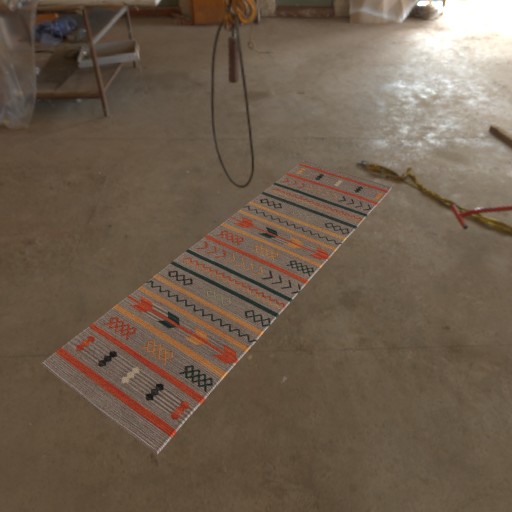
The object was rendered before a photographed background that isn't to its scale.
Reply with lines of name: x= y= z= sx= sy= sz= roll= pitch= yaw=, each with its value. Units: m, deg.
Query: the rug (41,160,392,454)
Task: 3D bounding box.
rug: x=0.000 y=0.000 z=2.632 sx=0.744 sy=0.022 sz=2.419 roll=24 pitch=45 yaw=26
